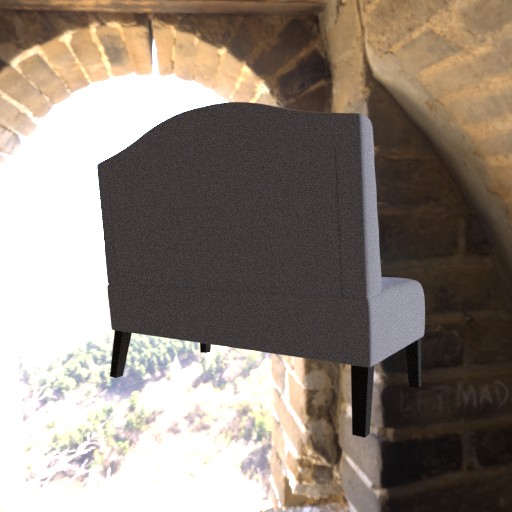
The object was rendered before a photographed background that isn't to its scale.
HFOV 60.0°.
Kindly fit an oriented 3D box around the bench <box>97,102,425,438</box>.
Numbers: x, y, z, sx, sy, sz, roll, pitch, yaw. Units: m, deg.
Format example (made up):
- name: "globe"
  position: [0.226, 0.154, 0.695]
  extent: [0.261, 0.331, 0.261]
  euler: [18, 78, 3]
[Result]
- name: "bench"
  position: [0.000, 0.000, 2.065]
  extent: [1.335, 1.180, 0.815]
  euler: [0, 0, 34]
